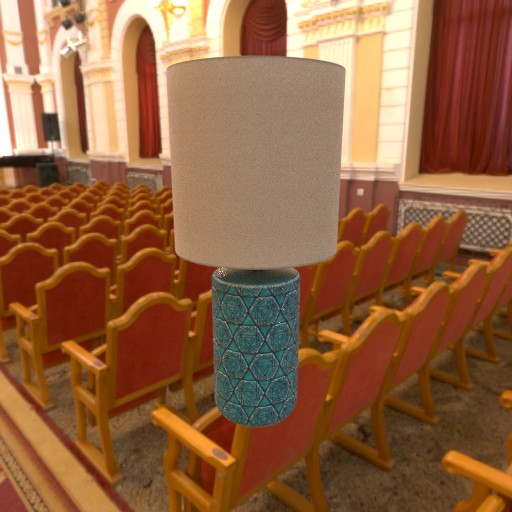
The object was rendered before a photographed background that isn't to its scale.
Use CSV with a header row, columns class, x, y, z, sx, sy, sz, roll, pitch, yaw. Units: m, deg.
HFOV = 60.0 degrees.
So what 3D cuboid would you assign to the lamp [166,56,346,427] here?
class,x,y,z,sx,sy,sz,roll,pitch,yaw
lamp,0.000,0.000,0.773,0.278,0.597,0.278,-13,20,-42
